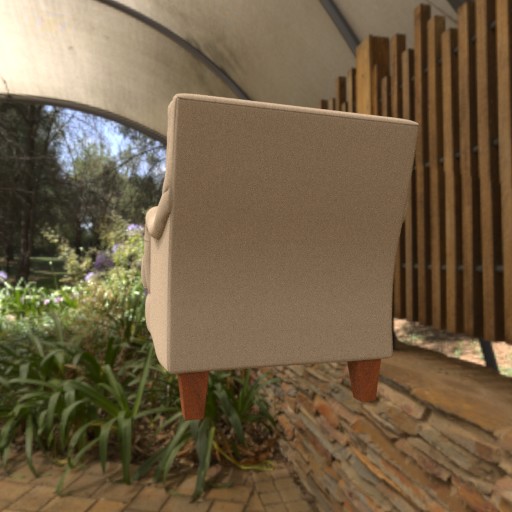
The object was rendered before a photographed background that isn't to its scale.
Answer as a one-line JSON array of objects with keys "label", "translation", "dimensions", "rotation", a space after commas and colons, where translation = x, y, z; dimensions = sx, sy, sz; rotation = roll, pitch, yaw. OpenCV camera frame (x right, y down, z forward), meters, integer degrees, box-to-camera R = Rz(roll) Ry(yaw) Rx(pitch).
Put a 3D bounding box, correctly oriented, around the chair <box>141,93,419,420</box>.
[{"label": "chair", "translation": [0.000, 0.000, 1.873], "dimensions": [0.895, 1.076, 1.078], "rotation": [0, -1, -18]}]
